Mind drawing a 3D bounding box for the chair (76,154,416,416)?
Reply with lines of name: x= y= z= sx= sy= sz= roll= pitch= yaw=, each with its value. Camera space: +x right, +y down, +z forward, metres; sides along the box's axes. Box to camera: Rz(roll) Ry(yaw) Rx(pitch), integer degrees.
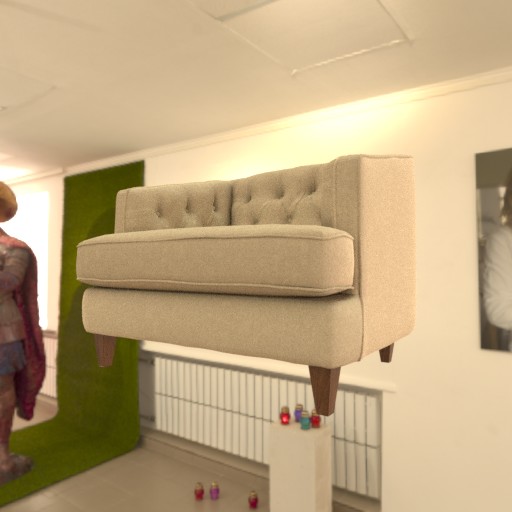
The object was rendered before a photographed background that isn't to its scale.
chair: x=0.000 y=0.000 z=1.742 sx=1.104 sy=0.852 sz=0.941 roll=-1 pitch=-1 yaw=36
